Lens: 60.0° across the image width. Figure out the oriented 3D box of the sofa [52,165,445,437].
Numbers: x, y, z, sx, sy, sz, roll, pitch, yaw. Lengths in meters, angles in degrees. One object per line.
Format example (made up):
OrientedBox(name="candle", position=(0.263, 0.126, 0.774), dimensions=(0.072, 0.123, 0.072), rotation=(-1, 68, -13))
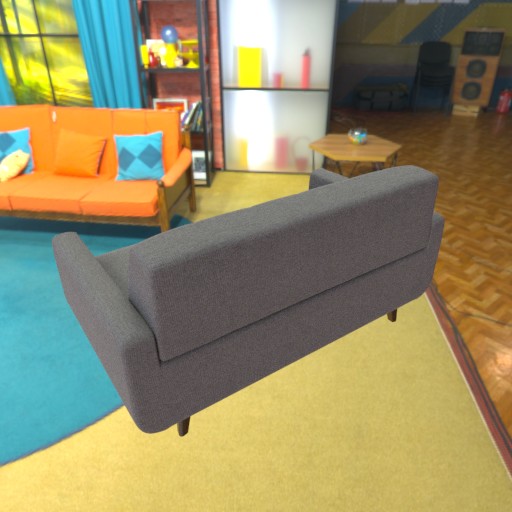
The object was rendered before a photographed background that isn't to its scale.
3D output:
OrientedBox(name="sofa", position=(0.000, 0.000, 2.136), dimensions=(1.631, 0.841, 0.909), rotation=(-19, 35, -30))
